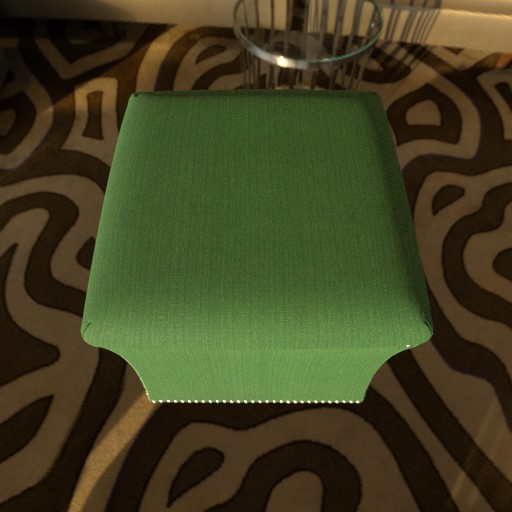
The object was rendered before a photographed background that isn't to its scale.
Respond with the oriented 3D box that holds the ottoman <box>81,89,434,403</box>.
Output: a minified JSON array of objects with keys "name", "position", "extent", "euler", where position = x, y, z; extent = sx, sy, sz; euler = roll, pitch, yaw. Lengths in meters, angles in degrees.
[{"name":"ottoman","position":[0.000,0.000,0.885],"extent":[0.497,0.475,0.507],"euler":[0,59,0]}]
